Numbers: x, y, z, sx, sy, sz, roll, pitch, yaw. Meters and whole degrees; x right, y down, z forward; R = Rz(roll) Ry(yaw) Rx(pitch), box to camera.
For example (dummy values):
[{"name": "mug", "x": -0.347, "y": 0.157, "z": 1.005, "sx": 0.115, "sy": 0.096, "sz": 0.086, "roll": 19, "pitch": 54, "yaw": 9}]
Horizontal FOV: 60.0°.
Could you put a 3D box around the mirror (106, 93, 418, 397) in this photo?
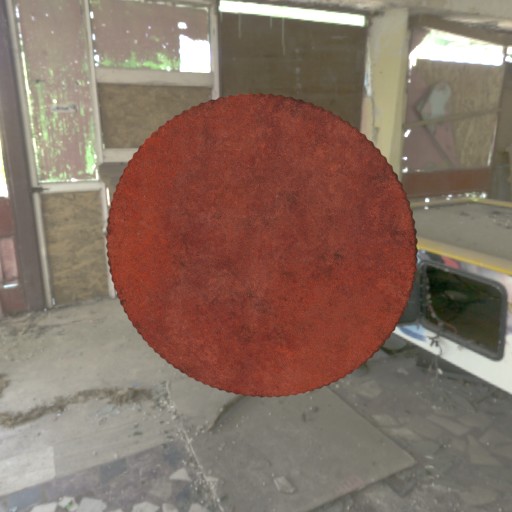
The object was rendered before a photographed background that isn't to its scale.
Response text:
[{"name": "mirror", "x": 0.000, "y": 0.000, "z": 0.885, "sx": 0.609, "sy": 0.609, "sz": 0.056, "roll": 2, "pitch": 16, "yaw": 8}]
